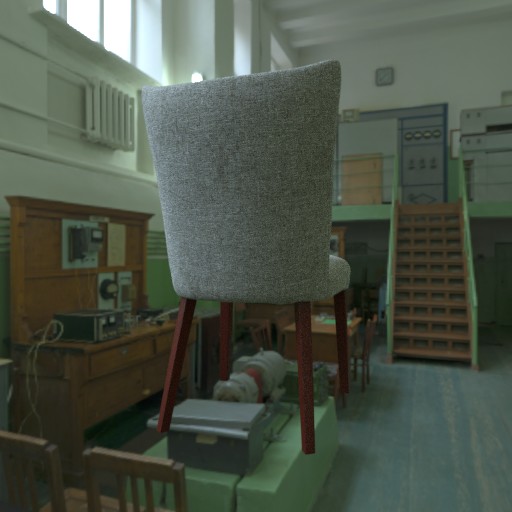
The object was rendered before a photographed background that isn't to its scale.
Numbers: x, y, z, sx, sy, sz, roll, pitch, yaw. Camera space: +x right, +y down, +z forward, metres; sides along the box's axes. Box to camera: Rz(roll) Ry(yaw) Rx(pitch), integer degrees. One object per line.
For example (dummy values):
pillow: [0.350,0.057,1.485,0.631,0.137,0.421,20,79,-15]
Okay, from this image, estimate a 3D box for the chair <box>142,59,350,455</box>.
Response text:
chair: [0.000,0.000,1.290,0.535,0.924,0.623,0,1,19]
